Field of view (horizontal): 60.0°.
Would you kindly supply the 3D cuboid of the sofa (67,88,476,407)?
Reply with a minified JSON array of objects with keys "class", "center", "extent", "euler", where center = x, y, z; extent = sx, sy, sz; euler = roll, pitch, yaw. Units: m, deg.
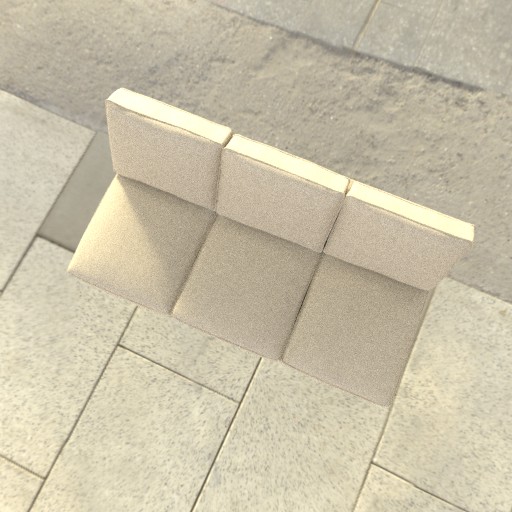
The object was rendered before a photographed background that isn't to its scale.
[{"class":"sofa","center":[0.000,0.000,2.527],"extent":[1.962,0.973,1.027],"euler":[22,77,5]}]
